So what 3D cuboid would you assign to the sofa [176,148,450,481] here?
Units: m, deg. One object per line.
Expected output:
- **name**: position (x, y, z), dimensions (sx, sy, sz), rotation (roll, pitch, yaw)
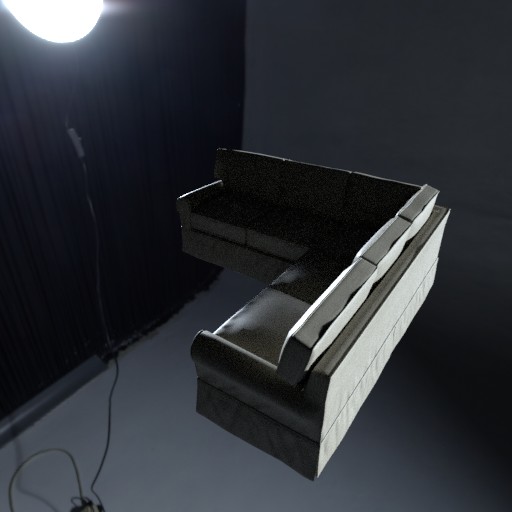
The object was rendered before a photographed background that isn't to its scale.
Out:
- **sofa**: position (0.000, 0.000, 3.946), dimensions (2.618, 1.081, 2.623), rotation (19, 35, 29)
